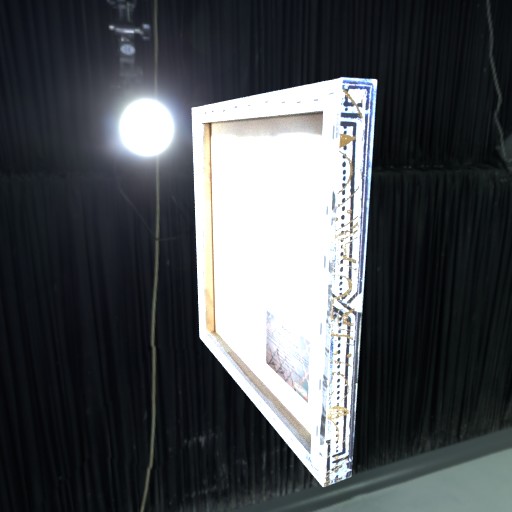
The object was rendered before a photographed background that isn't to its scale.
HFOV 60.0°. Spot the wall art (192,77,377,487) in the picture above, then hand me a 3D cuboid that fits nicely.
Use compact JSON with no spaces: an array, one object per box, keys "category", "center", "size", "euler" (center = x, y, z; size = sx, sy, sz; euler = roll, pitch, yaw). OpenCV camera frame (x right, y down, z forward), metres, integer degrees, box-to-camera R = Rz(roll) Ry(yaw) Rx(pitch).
[{"category":"wall art","center":[0.000,0.000,0.608],"size":[0.038,0.410,0.411],"euler":[-7,16,-25]}]
